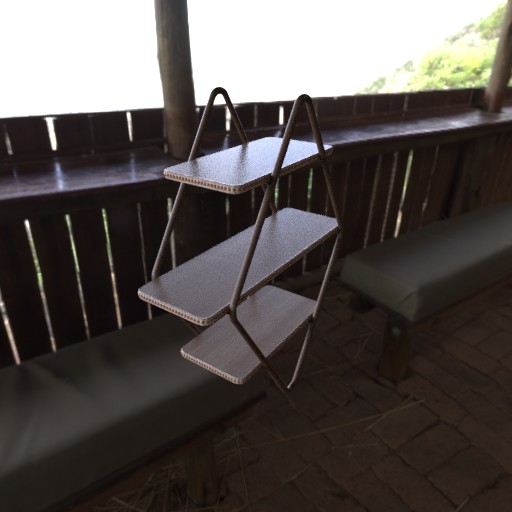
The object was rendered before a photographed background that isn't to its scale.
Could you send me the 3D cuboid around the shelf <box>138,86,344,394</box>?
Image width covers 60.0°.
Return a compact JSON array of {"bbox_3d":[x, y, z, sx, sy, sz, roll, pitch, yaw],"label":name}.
[{"bbox_3d":[0.000,0.000,1.099,0.234,0.774,0.609,18,32,31],"label":"shelf"}]
